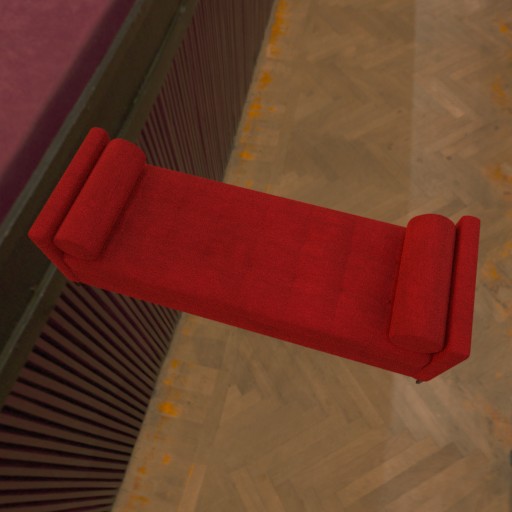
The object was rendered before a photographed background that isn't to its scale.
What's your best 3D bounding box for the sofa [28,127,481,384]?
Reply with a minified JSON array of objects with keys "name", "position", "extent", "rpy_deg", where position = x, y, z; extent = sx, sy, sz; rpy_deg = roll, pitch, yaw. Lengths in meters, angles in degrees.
[{"name":"sofa","position":[0.000,0.000,2.298],"extent":[1.981,0.635,0.686],"rpy_deg":[15,64,7]}]
